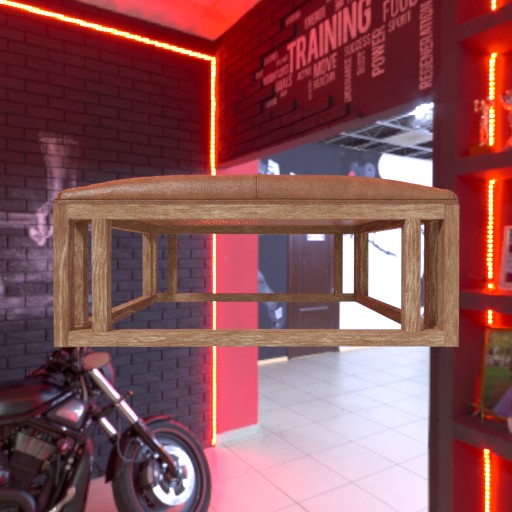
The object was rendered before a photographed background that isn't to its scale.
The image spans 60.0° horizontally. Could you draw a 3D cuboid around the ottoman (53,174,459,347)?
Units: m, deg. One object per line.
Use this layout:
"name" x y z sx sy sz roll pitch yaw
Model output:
"ottoman" 0.000 0.000 1.603 1.013 0.442 1.016 0 1 0
